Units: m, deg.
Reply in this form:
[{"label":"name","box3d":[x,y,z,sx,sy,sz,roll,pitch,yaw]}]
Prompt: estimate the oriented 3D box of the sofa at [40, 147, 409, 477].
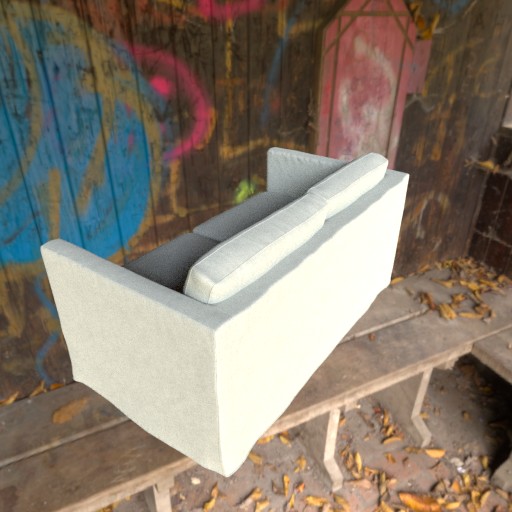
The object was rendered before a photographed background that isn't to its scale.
[{"label":"sofa","box3d":[0.000,0.000,2.263,0.944,0.830,1.727,20,35,30]}]
